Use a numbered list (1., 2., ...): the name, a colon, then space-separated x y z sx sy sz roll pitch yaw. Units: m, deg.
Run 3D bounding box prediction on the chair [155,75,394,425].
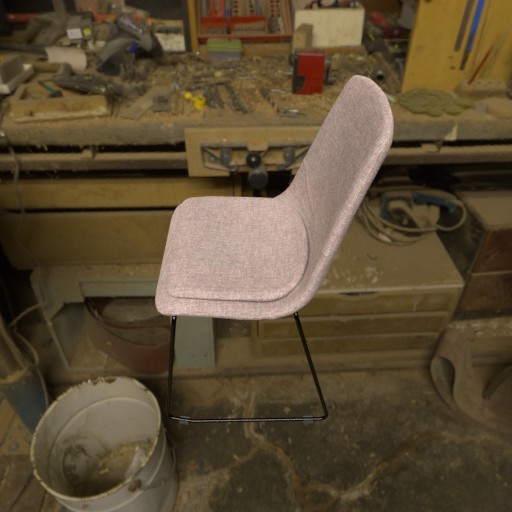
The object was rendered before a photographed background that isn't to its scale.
1. chair: 0.000 0.000 1.157 0.518 0.858 0.479 -1 42 -1
